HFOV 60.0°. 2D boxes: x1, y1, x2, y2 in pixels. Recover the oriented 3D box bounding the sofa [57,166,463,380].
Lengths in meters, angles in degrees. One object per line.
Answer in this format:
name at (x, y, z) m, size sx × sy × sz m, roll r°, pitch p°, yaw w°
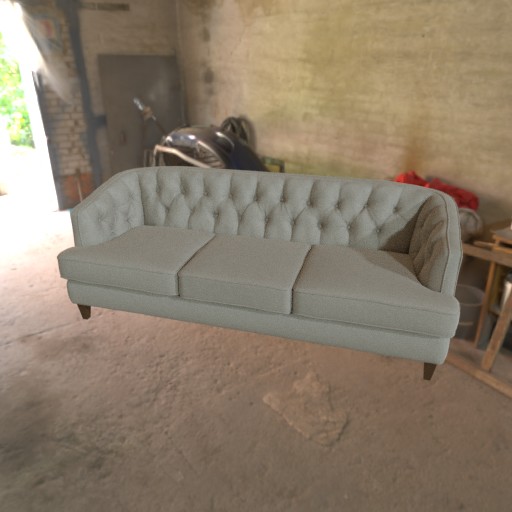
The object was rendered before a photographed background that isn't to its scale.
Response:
sofa at (0.000, 0.000, 2.767) m, size 2.278 × 0.855 × 0.941 m, roll 7°, pitch 25°, yaw 15°
